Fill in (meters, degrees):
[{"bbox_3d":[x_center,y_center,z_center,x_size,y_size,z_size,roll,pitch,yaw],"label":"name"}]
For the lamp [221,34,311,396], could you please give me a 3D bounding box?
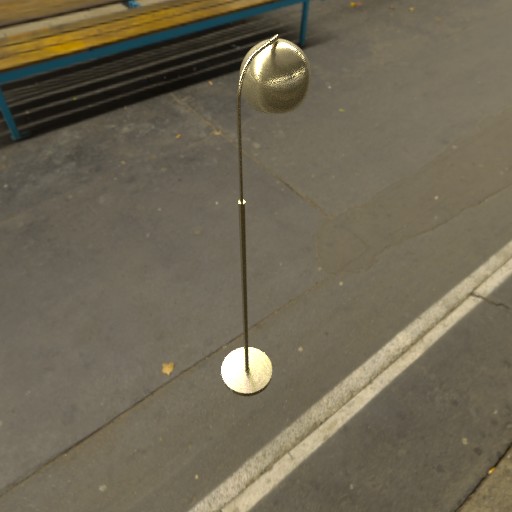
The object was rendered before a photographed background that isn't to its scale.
[{"bbox_3d":[0.000,0.000,1.676,0.250,1.526,0.431,23,51,20],"label":"lamp"}]
